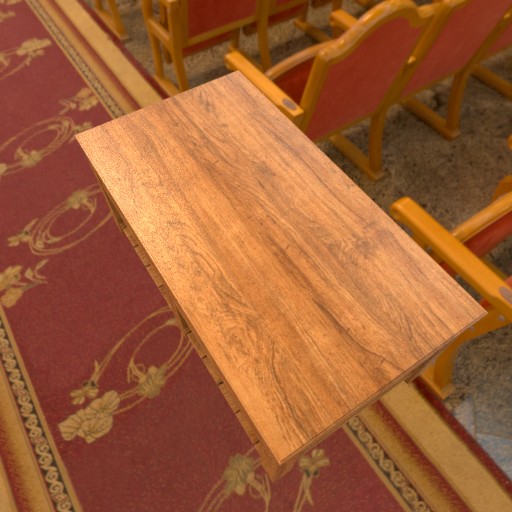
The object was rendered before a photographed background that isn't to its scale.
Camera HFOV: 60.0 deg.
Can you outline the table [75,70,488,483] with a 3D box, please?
[{"bbox_3d":[0.000,0.000,1.450,0.635,0.480,1.150,-29,62,-17],"label":"table"}]
